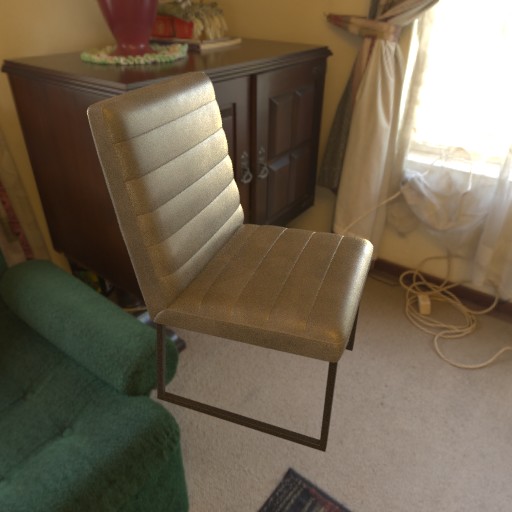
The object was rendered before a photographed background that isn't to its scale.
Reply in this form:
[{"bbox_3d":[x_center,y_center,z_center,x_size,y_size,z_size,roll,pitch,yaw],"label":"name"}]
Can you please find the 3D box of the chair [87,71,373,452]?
[{"bbox_3d":[0.000,0.000,1.307,0.634,0.930,0.520,11,33,17],"label":"chair"}]
